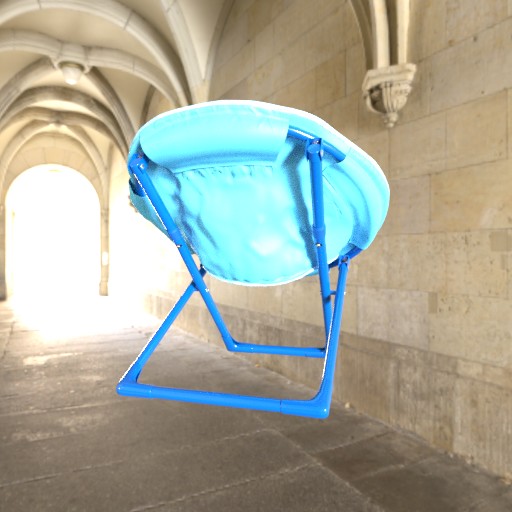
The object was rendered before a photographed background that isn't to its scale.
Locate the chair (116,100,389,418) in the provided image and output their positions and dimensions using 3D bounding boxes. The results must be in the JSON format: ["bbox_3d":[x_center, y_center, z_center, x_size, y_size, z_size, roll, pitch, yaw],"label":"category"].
[{"bbox_3d":[0.000,0.000,0.902,0.520,0.478,0.465,0,0,18],"label":"chair"}]
